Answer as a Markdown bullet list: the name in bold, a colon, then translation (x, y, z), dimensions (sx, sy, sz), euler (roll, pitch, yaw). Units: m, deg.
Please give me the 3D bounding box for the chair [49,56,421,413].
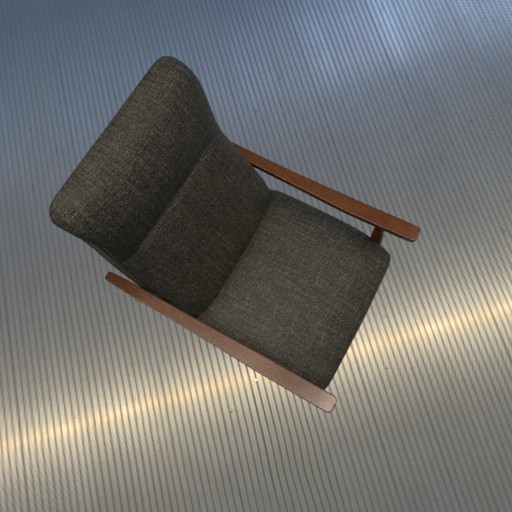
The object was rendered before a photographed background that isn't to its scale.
- **chair**: translation (0.000, 0.000, 1.734), dimensions (1.014, 1.082, 0.762), euler (29, 76, 8)
